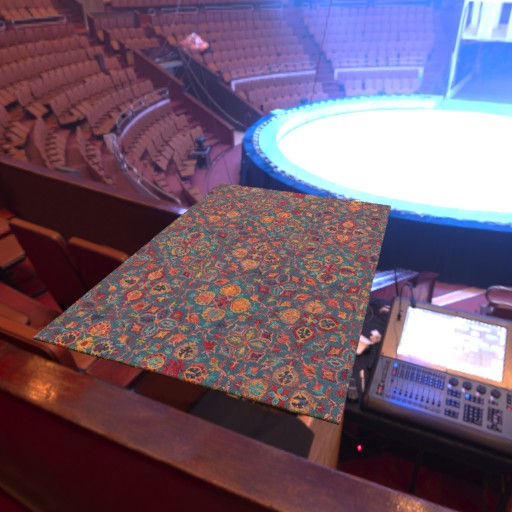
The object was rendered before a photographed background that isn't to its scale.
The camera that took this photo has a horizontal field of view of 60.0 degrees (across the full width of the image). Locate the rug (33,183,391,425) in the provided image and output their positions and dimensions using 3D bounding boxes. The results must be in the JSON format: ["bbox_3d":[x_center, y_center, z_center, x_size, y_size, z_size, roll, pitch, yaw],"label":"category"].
[{"bbox_3d":[0.000,0.000,2.318,1.216,0.014,1.836,10,31,17],"label":"rug"}]
